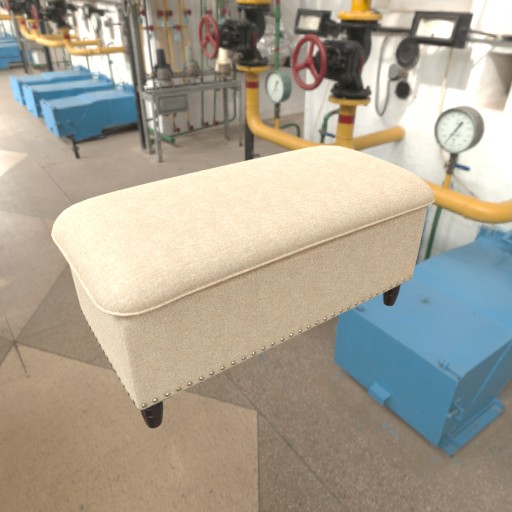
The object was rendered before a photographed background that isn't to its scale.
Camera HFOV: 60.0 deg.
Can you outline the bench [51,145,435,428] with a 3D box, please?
[{"bbox_3d":[0.000,0.000,1.284,0.991,0.483,0.483,-20,36,-29],"label":"bench"}]
